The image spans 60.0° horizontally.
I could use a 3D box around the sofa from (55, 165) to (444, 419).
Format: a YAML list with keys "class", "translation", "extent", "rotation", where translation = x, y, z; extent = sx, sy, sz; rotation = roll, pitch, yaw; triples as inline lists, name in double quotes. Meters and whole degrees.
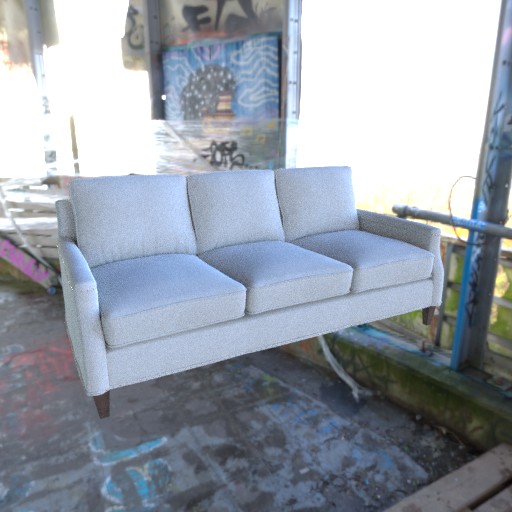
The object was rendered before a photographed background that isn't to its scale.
- class: "sofa"
  translation: [0.000, 0.000, 2.778]
  extent: [2.246, 1.003, 1.084]
  rotation: [-8, 18, -27]
